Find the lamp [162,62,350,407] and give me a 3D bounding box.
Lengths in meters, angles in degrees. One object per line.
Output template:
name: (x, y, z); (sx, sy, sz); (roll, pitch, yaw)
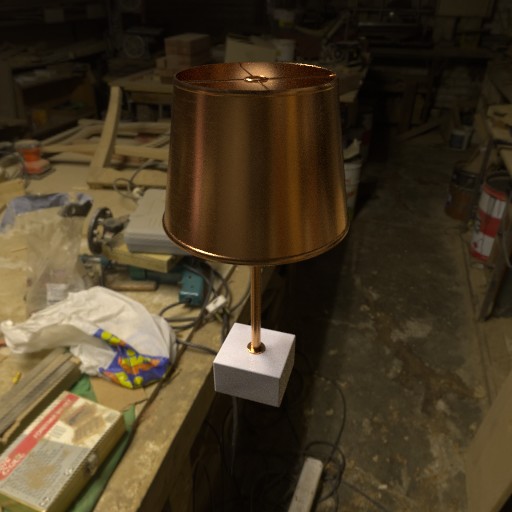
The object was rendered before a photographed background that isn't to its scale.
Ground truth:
lamp: (0.000, 0.000, 0.528); (0.208, 0.406, 0.208); (0, 31, 0)
